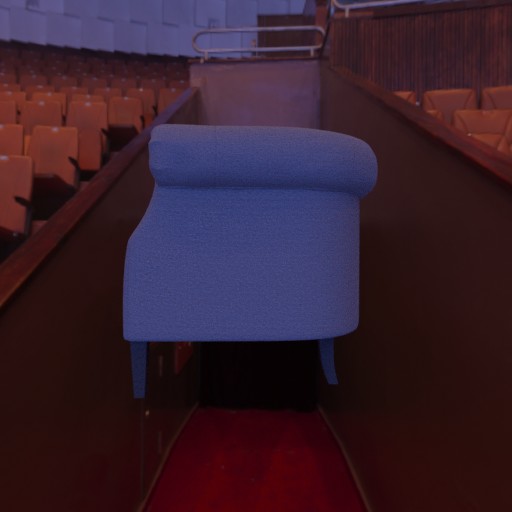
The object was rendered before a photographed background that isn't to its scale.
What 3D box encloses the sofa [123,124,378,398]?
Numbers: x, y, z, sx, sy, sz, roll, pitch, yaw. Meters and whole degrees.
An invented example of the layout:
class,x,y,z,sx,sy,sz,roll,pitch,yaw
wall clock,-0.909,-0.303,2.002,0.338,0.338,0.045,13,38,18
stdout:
class,x,y,z,sx,sy,sz,roll,pitch,yaw
sofa,0.000,0.000,2.024,0.835,0.827,1.558,0,1,-1
